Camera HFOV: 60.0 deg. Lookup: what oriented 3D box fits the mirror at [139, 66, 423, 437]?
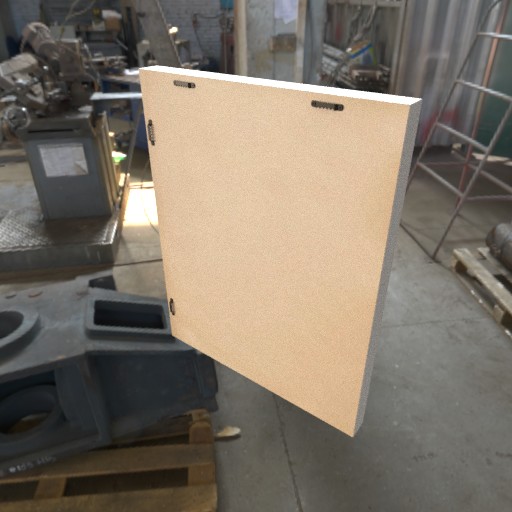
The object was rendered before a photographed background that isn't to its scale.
[{"bbox_3d":[0.000,0.000,0.684,0.405,0.508,0.041,21,37,31],"label":"mirror"}]
